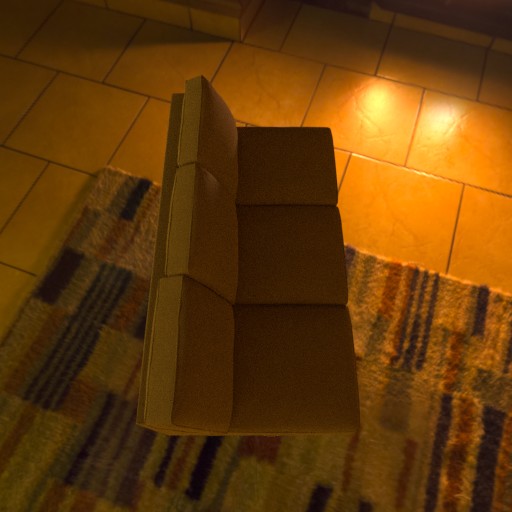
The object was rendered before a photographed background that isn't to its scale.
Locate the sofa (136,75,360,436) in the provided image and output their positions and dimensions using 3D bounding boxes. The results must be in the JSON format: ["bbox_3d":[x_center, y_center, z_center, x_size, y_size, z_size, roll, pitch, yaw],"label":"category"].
[{"bbox_3d":[0.000,0.000,2.773,1.127,1.036,2.092,0,64,0],"label":"sofa"}]
